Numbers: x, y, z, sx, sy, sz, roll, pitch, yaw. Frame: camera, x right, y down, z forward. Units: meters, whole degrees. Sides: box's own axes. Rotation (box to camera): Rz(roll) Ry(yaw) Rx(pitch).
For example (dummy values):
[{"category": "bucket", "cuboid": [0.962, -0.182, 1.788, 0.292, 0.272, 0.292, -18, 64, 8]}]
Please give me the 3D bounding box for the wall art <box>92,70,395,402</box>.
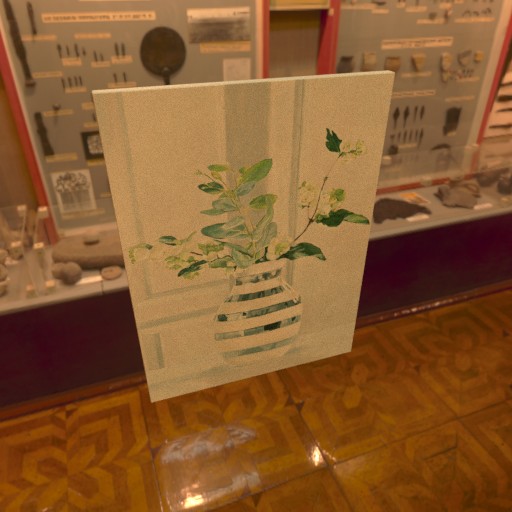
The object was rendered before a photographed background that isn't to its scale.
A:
[{"category": "wall art", "cuboid": [0.000, 0.000, 1.618, 0.914, 1.212, 0.038, -10, 34, -16]}]
